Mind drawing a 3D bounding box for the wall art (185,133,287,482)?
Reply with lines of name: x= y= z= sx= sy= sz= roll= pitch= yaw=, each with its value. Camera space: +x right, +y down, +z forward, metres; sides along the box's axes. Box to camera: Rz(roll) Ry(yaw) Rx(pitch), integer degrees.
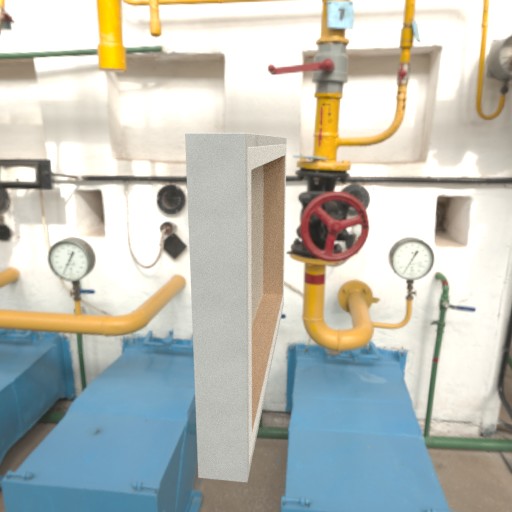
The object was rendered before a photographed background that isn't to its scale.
wall art: x=0.000 y=0.000 z=0.487 sx=0.038 sy=0.254 sz=0.381 roll=2 pitch=15 yaw=7
